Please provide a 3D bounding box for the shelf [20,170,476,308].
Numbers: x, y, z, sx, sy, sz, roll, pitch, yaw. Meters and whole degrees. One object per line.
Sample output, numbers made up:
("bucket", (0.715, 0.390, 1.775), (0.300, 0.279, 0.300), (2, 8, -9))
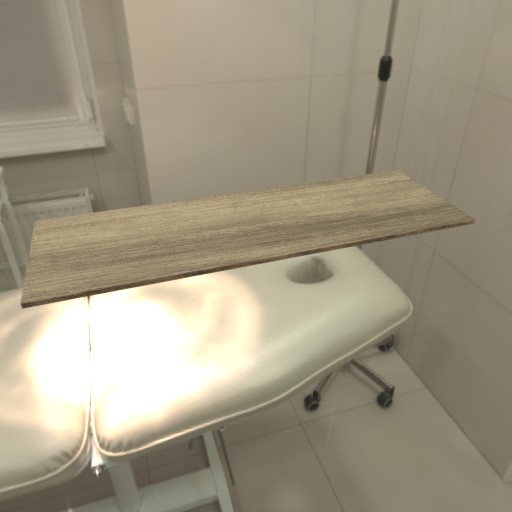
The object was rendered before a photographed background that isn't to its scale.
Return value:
("shelf", (0.000, 0.000, 0.678), (0.610, 0.125, 0.200), (-10, 34, -15))
